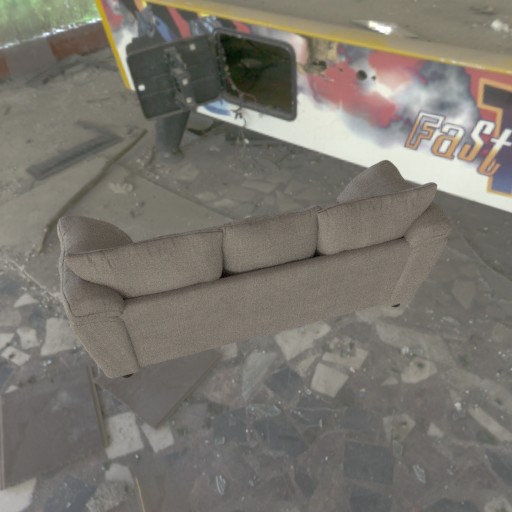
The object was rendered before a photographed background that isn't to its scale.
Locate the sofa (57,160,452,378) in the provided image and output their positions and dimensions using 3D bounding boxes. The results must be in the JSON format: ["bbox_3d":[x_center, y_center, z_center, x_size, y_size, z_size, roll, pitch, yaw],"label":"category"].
[{"bbox_3d":[0.000,0.000,2.909,2.334,0.996,0.878,-12,44,-13],"label":"sofa"}]
